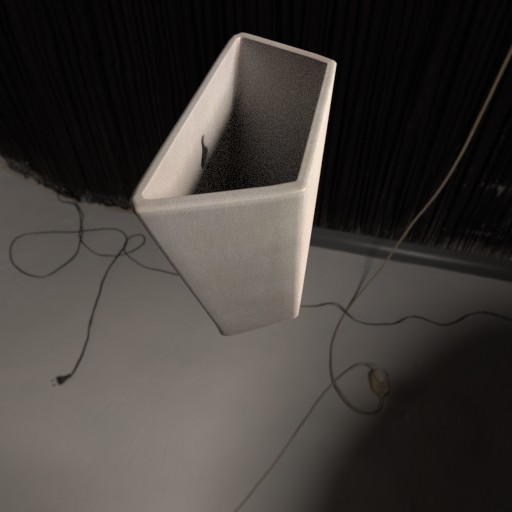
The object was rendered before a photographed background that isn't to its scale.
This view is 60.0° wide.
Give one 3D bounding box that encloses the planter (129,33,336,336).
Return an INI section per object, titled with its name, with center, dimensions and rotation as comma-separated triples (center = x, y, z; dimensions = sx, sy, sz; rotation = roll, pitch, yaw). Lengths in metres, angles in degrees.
[planter]
center = 0.000, 0.000, 0.267
dimensions = 0.060, 0.197, 0.150
rotation = 10, 49, 8
